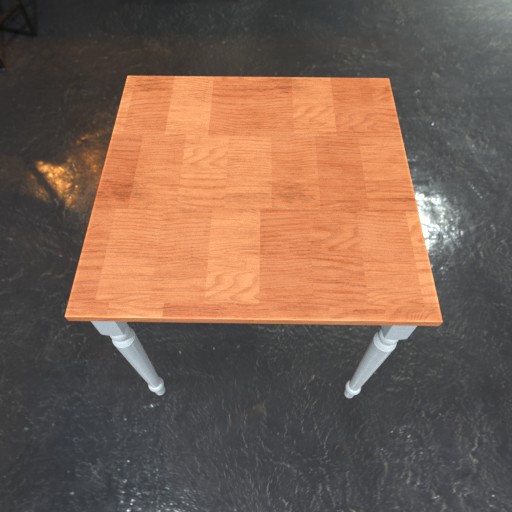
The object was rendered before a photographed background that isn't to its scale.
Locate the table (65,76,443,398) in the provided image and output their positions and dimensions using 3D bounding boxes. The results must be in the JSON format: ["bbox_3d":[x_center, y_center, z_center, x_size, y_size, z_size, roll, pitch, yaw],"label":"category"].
[{"bbox_3d":[0.000,0.000,1.383,0.747,0.738,0.747,1,58,0],"label":"table"}]
